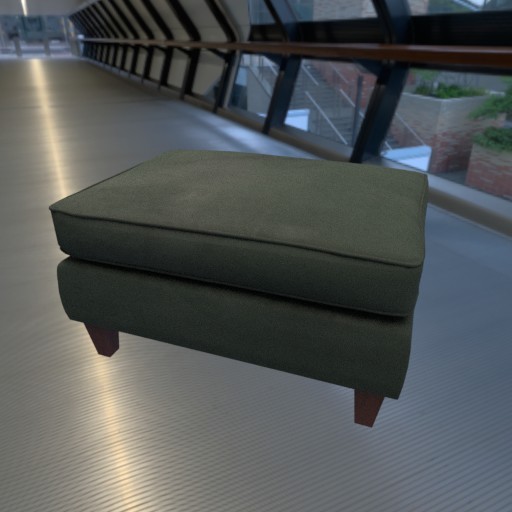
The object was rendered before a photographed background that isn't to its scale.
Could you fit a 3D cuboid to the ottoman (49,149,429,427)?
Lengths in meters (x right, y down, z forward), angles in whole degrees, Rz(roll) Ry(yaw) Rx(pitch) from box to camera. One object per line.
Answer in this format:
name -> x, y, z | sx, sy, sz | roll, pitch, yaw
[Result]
ottoman -> 0.000, 0.000, 1.251 | 0.864, 0.495, 0.632 | 9, 29, 18
